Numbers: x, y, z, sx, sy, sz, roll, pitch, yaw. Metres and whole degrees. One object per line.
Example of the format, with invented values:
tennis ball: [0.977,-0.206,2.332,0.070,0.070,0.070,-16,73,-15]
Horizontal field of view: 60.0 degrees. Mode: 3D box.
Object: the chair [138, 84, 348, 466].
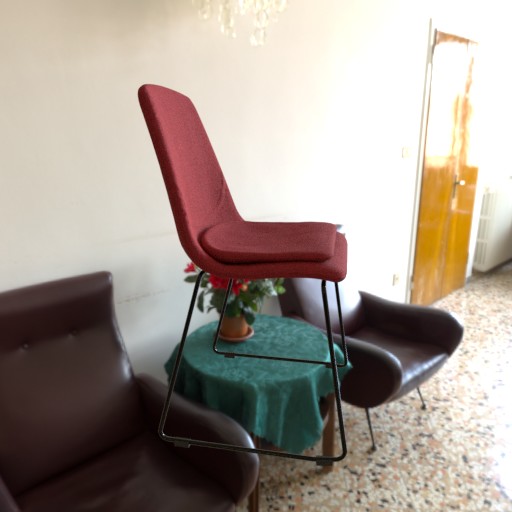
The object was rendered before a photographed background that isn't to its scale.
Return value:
chair: [0.000,0.000,1.175,0.518,0.858,0.479,3,15,11]
